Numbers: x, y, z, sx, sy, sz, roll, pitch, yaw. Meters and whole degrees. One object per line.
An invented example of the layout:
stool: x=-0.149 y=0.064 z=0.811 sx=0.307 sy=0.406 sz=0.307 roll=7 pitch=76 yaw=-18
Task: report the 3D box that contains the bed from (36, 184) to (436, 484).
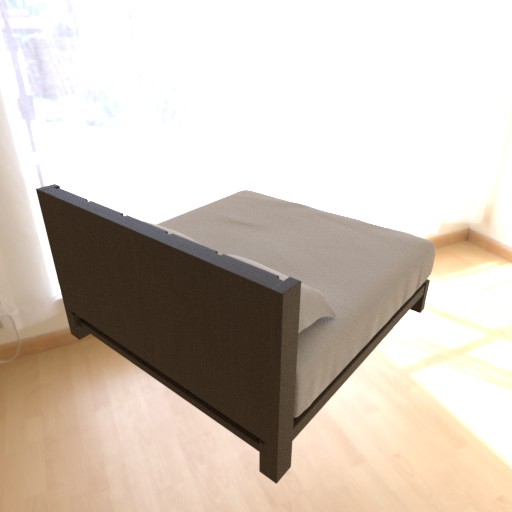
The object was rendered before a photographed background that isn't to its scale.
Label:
bed: x=0.000 y=0.000 z=3.548 sx=2.143 sy=1.261 sz=2.238 roll=21 pitch=34 yaw=34
